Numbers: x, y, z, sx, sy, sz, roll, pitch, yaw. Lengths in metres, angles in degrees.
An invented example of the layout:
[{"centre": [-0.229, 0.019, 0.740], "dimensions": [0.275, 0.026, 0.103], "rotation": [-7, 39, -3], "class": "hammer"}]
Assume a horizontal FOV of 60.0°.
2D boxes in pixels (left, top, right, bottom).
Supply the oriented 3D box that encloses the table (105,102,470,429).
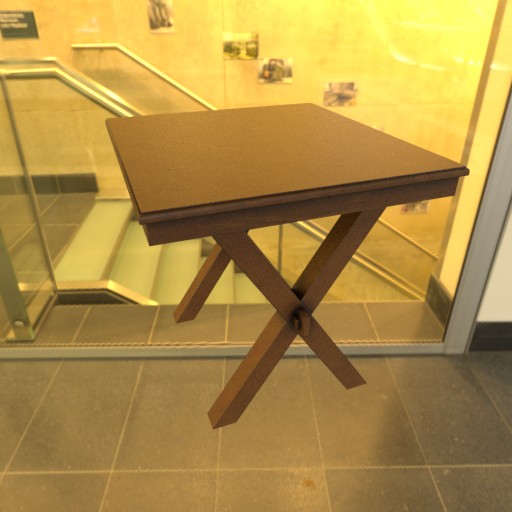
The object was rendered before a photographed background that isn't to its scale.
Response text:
[{"centre": [0.000, 0.000, 1.057], "dimensions": [0.560, 0.562, 0.602], "rotation": [-11, 31, -18], "class": "table"}]
